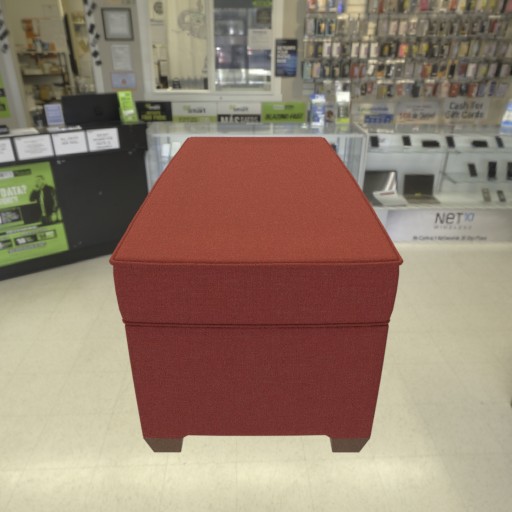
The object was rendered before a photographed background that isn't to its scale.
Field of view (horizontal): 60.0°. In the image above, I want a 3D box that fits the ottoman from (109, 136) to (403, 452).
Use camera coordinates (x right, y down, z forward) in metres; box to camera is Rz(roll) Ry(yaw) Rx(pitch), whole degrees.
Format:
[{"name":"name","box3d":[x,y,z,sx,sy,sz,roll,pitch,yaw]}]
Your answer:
[{"name":"ottoman","box3d":[0.000,0.000,1.208,0.497,0.454,0.948,0,27,0]}]
